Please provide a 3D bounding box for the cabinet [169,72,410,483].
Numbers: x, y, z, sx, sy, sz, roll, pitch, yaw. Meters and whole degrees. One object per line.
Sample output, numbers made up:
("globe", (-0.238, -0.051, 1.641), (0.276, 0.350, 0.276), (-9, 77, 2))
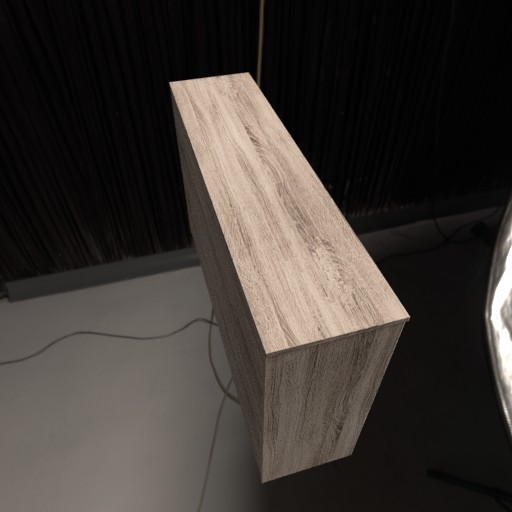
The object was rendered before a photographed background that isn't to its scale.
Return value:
("cabinet", (0.000, 0.000, 1.850), (0.380, 0.900, 1.450), (-12, 47, -11))
